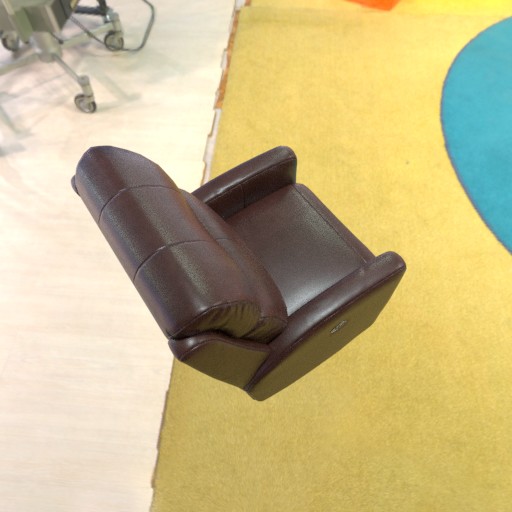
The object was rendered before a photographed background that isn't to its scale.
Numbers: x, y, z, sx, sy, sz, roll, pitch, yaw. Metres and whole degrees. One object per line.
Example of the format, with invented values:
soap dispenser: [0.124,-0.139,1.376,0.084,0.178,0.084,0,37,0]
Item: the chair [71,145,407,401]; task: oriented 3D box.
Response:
chair: [0.000,0.000,1.705,0.939,1.016,0.787,-30,62,-18]
